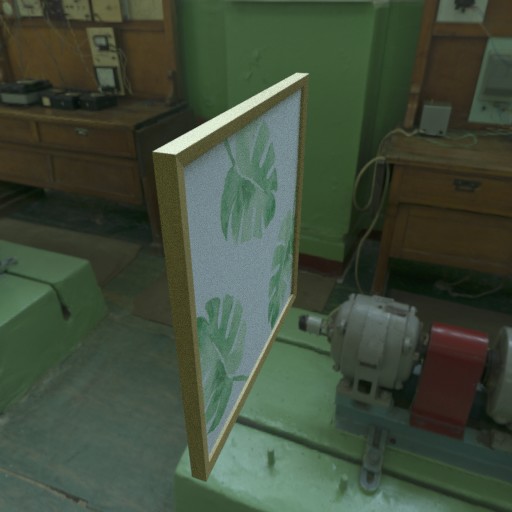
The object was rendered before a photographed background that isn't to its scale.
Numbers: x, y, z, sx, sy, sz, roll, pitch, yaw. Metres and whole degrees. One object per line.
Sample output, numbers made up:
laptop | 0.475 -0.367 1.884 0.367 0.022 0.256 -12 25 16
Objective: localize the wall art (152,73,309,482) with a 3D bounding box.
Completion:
wall art | 0.000 0.000 1.125 0.037 0.763 0.763 11 32 17
